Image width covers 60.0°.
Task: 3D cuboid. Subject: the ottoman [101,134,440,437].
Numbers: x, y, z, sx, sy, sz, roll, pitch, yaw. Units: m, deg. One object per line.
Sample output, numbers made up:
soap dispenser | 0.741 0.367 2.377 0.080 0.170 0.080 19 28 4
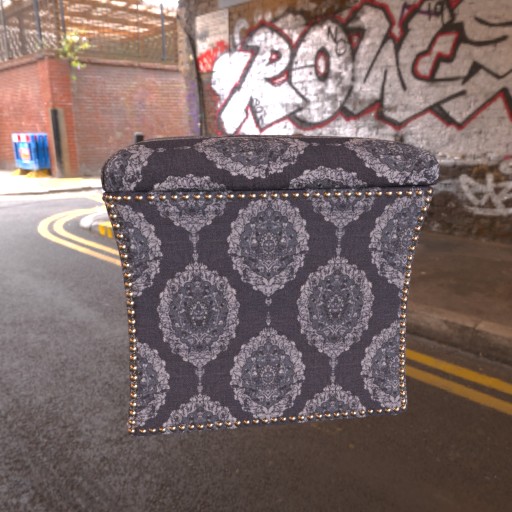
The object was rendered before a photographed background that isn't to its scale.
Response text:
ottoman | 0.000 0.000 0.898 0.507 0.475 0.497 -2 15 -8
